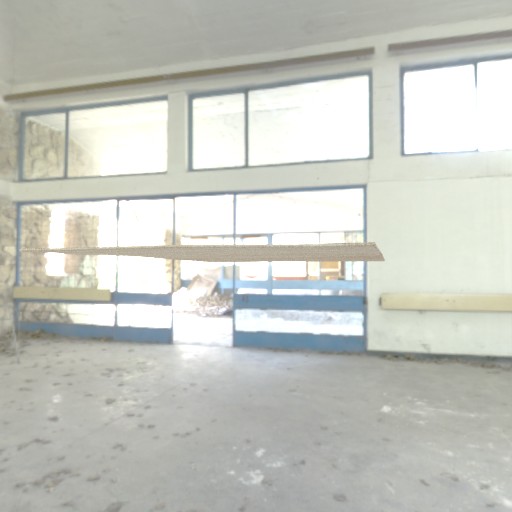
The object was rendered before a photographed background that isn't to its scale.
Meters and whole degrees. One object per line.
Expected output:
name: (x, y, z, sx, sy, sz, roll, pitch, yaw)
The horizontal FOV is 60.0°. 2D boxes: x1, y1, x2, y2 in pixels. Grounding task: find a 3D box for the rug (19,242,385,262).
rug: (0.000, 0.000, 2.906, 1.596, 0.030, 2.283, -1, -2, 17)
